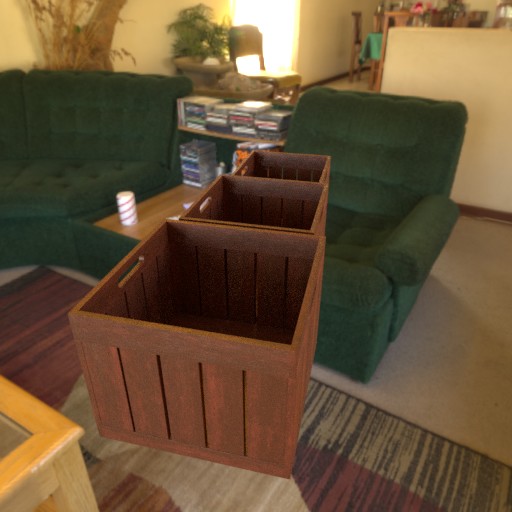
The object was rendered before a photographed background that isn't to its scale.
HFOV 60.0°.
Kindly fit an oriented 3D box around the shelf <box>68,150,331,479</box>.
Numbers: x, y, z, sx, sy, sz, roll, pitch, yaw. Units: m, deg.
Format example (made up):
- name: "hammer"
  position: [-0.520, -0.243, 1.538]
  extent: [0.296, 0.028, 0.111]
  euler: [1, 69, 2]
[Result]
- name: "shelf"
  position: [0.000, 0.000, 1.233]
  extent: [0.393, 0.311, 1.064]
  euler: [7, 30, 12]
